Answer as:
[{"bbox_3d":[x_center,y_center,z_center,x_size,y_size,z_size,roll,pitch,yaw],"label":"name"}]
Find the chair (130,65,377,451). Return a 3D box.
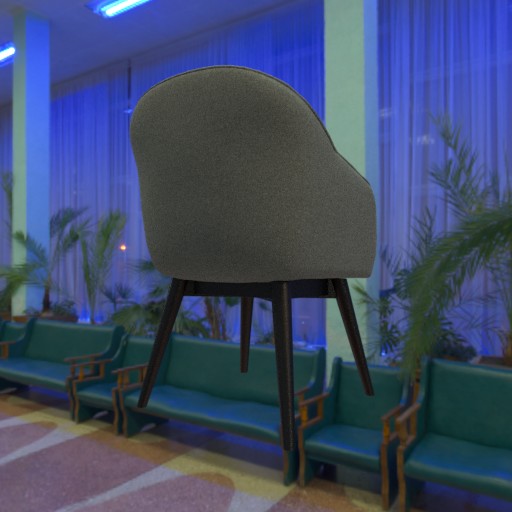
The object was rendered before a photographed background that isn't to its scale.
[{"bbox_3d":[0.000,0.000,1.230,0.589,0.810,0.611,0,-1,35],"label":"chair"}]
